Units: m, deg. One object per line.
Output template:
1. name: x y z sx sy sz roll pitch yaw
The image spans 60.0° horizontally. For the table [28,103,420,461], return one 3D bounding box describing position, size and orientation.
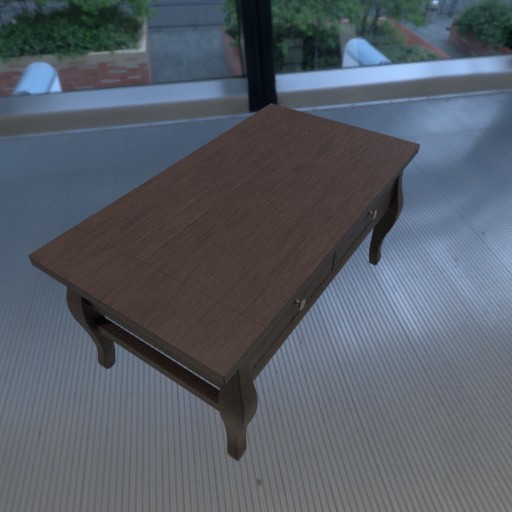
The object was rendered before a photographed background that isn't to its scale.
1. table: 0.000 0.000 1.417 0.600 0.494 1.062 24 47 25
